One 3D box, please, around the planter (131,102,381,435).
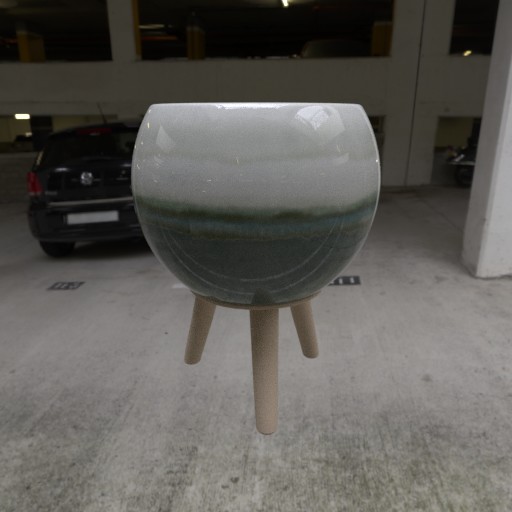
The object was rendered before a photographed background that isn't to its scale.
[{"bbox_3d":[0.000,0.000,0.430,0.222,0.278,0.222,0,18,0],"label":"planter"}]
